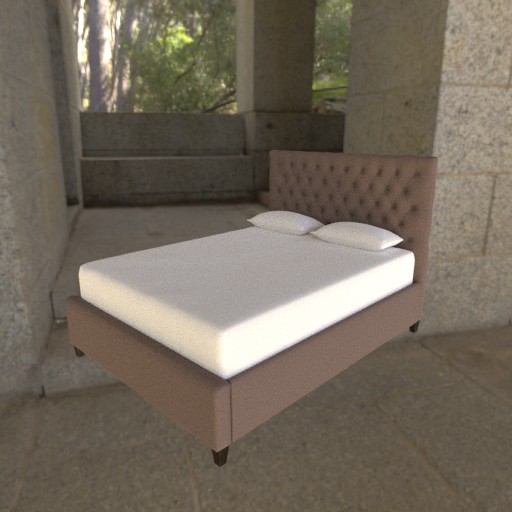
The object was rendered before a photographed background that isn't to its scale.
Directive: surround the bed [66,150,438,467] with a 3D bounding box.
[{"bbox_3d":[0.000,0.000,3.305,1.696,1.426,2.233,15,22,42],"label":"bed"}]
